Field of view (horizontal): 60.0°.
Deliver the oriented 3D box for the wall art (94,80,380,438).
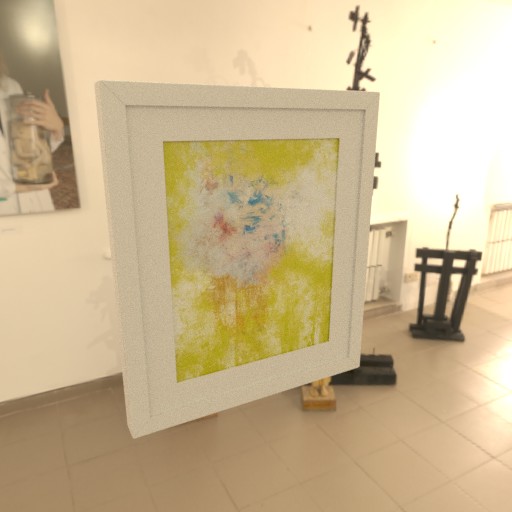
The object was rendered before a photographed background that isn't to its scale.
[{"bbox_3d":[0.000,0.000,0.535,0.331,0.381,0.028,-9,19,-27],"label":"wall art"}]
